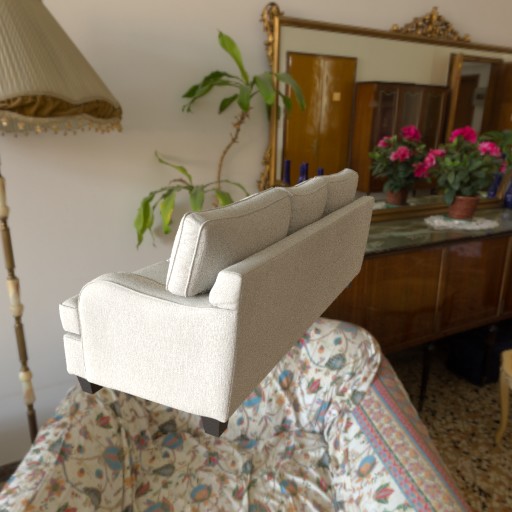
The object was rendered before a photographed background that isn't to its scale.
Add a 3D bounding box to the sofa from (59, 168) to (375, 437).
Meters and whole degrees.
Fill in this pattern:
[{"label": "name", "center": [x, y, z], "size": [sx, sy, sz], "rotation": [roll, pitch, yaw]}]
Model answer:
[{"label": "sofa", "center": [0.000, 0.000, 2.878], "size": [1.016, 0.991, 2.323], "rotation": [8, 17, 25]}]
